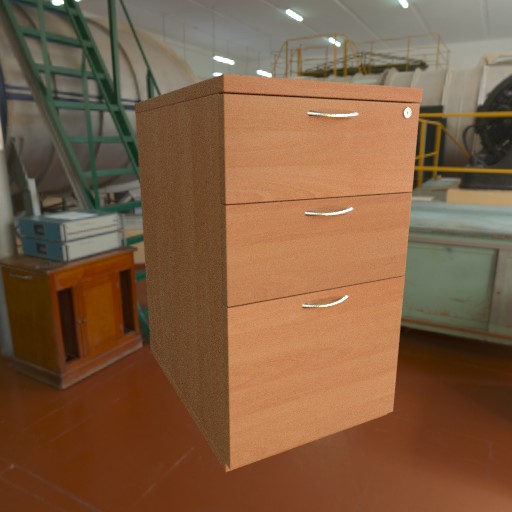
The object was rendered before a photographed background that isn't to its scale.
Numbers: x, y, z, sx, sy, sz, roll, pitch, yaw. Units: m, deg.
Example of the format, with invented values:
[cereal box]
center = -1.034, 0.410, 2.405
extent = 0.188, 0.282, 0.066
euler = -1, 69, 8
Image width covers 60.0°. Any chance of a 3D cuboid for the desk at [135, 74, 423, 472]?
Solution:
[desk]
center = 0.000, 0.000, 1.077
extent = 0.404, 0.730, 0.600
euler = -7, 16, -26
